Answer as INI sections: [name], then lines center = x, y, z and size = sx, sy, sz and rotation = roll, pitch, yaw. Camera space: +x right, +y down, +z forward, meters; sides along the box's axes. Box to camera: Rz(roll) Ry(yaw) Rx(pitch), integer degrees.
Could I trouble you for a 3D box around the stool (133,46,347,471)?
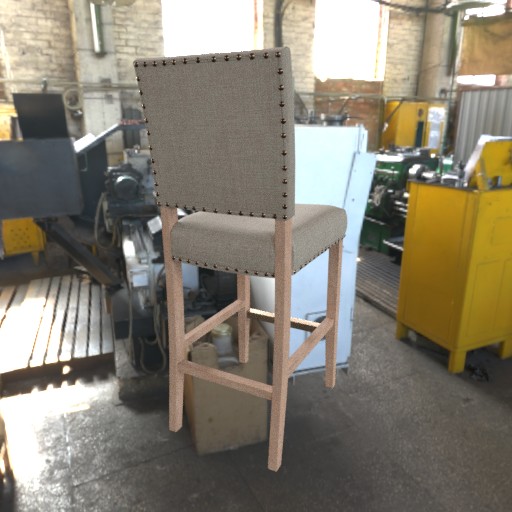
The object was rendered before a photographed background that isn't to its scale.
[stool]
center = 0.000, 0.000, 1.464
size = 0.445, 1.173, 0.585
rotation = 9, 19, 26
